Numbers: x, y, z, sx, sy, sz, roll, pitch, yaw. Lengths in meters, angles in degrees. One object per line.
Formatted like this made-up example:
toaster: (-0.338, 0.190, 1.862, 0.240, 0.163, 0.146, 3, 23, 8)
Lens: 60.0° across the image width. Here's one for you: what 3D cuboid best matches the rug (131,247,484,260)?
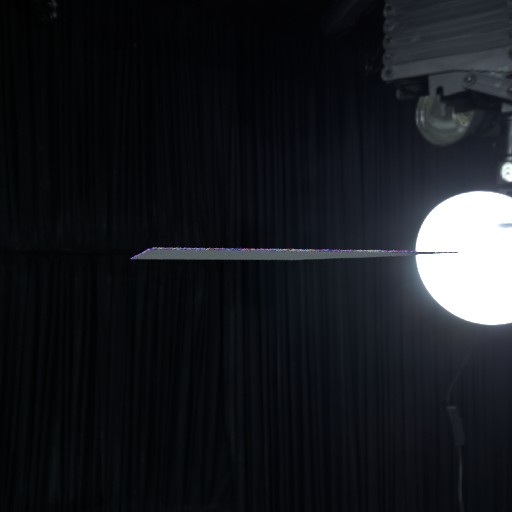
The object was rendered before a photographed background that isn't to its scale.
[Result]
rug: (0.000, 0.000, 2.944, 1.539, 0.013, 2.350, 0, -1, -18)
